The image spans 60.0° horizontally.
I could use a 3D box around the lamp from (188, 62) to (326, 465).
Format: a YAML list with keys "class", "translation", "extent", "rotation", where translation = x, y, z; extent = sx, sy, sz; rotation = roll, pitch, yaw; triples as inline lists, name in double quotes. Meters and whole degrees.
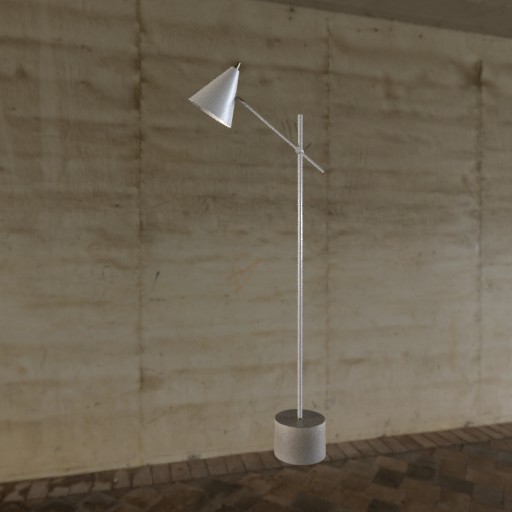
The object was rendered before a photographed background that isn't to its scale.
- class: "lamp"
  translation: [0.000, 0.000, 1.635]
  extent: [0.508, 1.430, 0.223]
  rotation: [0, 1, 18]
